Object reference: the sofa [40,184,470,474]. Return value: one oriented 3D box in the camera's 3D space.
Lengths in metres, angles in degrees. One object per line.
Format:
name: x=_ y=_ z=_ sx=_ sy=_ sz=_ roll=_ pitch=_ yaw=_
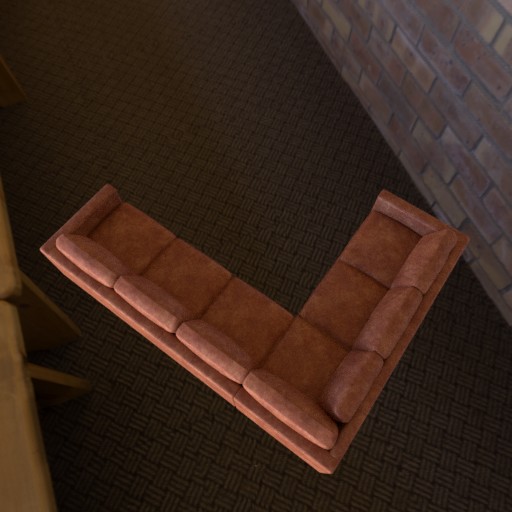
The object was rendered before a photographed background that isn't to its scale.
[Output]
sofa: x=0.000 y=0.000 z=4.317 sx=3.150 sy=0.838 sz=2.438 roll=33 pitch=69 yaw=15
